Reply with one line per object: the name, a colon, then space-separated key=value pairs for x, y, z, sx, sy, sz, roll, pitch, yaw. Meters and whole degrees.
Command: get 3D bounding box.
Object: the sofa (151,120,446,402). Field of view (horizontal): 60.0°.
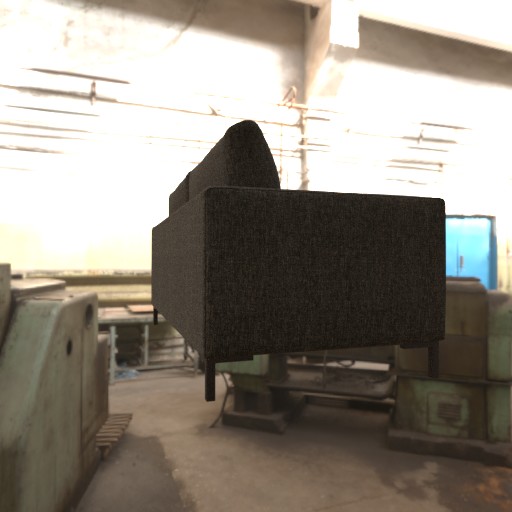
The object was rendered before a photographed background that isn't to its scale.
sofa: x=0.000 y=0.000 z=2.192 sx=0.866 sy=0.862 sz=1.716 roll=0 pitch=-1 yaw=-18
